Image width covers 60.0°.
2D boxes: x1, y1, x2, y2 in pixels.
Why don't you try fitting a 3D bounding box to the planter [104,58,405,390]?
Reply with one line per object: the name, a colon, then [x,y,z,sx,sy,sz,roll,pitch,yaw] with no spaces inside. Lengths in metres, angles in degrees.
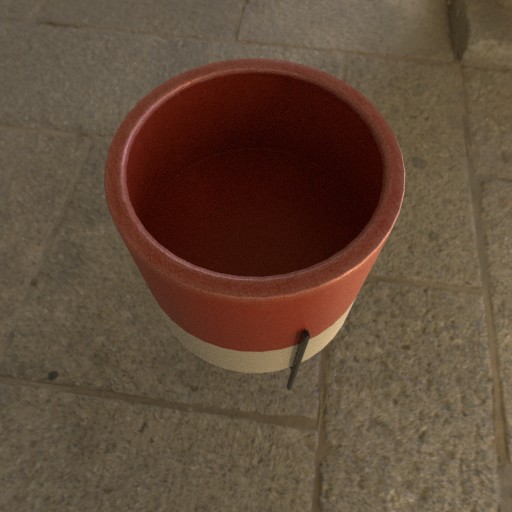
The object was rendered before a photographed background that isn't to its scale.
planter: [0.000,0.000,0.709,0.345,0.465,0.354,-19,64,-10]
